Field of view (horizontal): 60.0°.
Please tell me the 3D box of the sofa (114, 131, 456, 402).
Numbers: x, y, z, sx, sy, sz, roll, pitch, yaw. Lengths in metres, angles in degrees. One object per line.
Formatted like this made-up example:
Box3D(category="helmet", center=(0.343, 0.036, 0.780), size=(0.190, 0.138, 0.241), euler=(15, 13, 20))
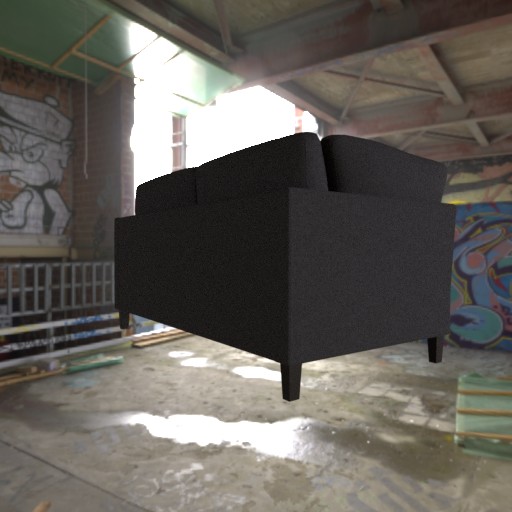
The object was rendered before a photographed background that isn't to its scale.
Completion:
Box3D(category="sofa", center=(0.000, 0.000, 2.367), size=(0.969, 0.920, 1.751), euler=(-1, 1, -36))
